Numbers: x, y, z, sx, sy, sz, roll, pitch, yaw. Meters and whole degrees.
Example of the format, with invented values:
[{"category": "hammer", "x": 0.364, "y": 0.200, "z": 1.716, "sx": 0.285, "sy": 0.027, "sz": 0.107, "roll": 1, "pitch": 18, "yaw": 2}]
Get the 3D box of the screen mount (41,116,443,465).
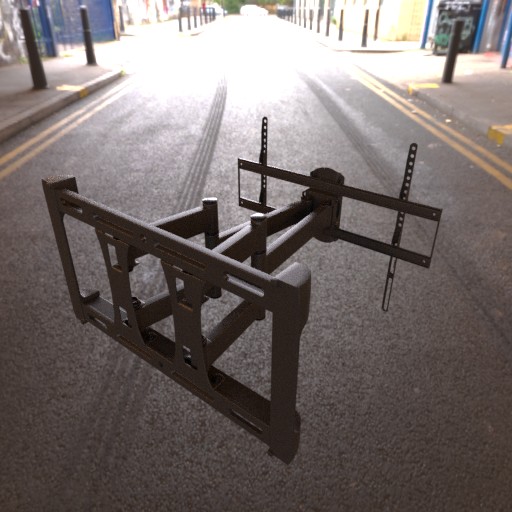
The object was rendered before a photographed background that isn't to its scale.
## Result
[{"category": "screen mount", "x": 0.000, "y": 0.000, "z": 1.072, "sx": 0.661, "sy": 0.491, "sz": 0.644, "roll": 22, "pitch": 36, "yaw": 33}]
